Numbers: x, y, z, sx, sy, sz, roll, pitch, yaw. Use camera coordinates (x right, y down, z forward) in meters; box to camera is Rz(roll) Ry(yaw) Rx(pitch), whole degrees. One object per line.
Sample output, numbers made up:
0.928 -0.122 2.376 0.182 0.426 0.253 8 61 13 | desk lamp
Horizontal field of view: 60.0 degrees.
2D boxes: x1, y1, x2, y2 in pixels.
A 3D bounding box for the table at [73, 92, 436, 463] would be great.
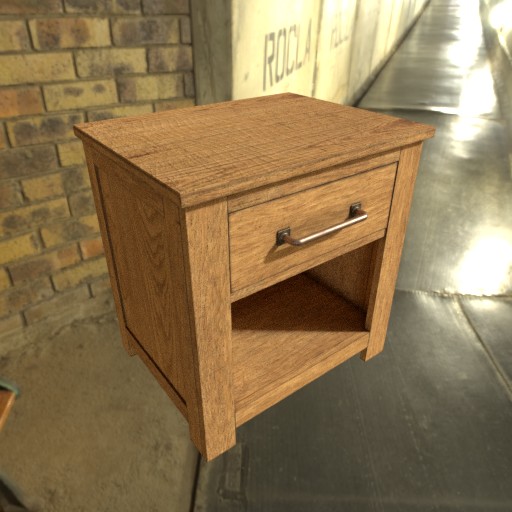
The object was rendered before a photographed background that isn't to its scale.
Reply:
0.000 0.000 1.080 0.601 0.625 0.494 -21 37 -31 | table
